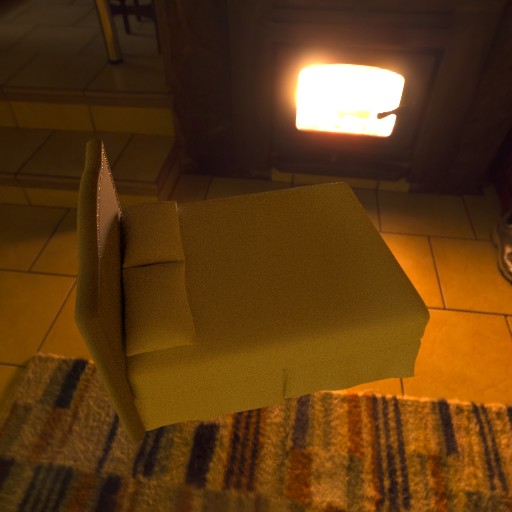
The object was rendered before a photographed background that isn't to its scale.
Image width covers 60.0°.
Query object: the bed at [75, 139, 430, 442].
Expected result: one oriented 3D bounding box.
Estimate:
[{"bbox_3d":[0.000,0.000,3.246,2.128,1.441,1.744,-9,46,-9],"label":"bed"}]
